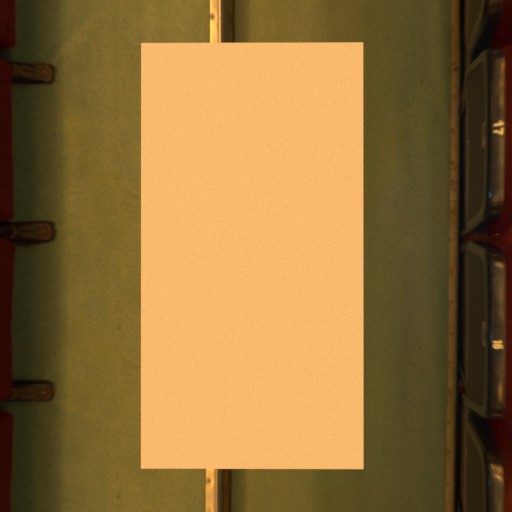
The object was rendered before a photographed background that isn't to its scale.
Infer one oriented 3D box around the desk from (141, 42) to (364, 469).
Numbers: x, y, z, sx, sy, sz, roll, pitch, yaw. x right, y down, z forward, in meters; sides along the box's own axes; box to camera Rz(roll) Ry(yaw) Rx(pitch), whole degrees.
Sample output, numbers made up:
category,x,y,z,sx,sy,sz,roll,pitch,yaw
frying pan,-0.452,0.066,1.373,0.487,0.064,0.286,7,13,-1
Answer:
category,x,y,z,sx,sy,sz,roll,pitch,yaw
desk,0.000,0.000,1.298,0.482,0.730,0.898,0,90,0
